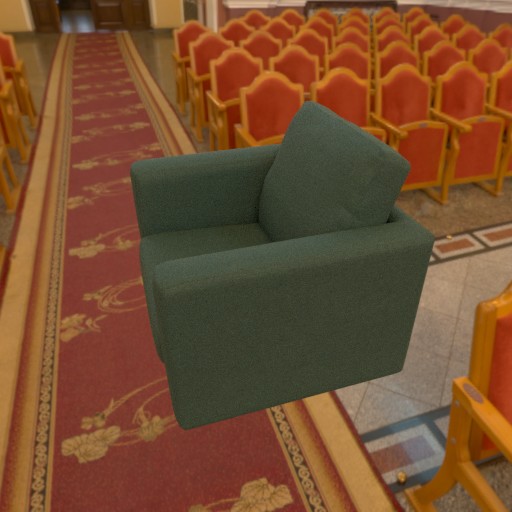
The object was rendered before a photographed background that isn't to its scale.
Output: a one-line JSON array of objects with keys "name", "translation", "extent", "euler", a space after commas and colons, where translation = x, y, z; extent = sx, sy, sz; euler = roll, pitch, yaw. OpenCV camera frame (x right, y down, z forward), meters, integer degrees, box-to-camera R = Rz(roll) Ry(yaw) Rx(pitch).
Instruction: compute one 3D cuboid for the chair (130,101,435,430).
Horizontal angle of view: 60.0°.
[{"name": "chair", "translation": [0.000, 0.000, 1.582], "extent": [0.800, 0.927, 0.855], "euler": [-10, 35, -15]}]
